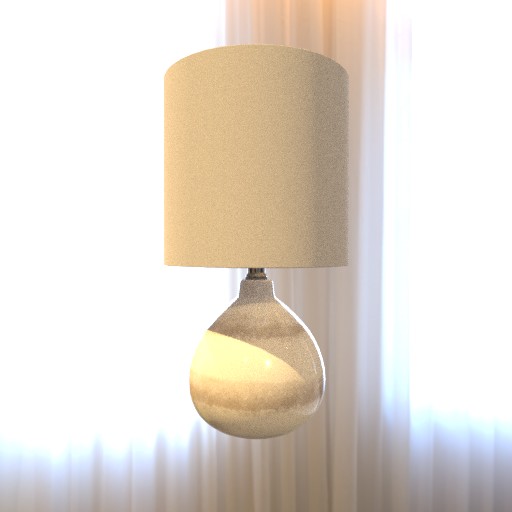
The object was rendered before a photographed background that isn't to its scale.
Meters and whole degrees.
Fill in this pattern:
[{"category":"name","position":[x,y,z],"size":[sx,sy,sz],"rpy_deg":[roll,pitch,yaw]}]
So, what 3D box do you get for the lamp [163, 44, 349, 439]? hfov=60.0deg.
[{"category":"lamp","position":[0.000,0.000,0.529],"size":[0.217,0.404,0.217],"rpy_deg":[0,1,-36]}]
